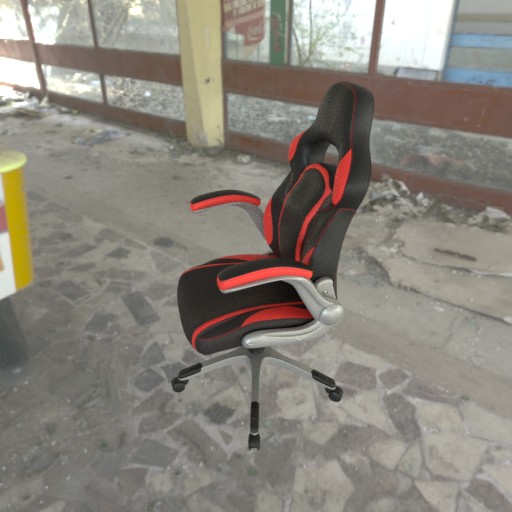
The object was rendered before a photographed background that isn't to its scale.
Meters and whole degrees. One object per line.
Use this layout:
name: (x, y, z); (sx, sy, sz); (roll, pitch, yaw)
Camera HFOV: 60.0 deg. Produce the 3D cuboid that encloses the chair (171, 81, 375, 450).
chair: (0.000, 0.000, 1.615); (0.712, 1.165, 0.758); (-8, 30, -13)
